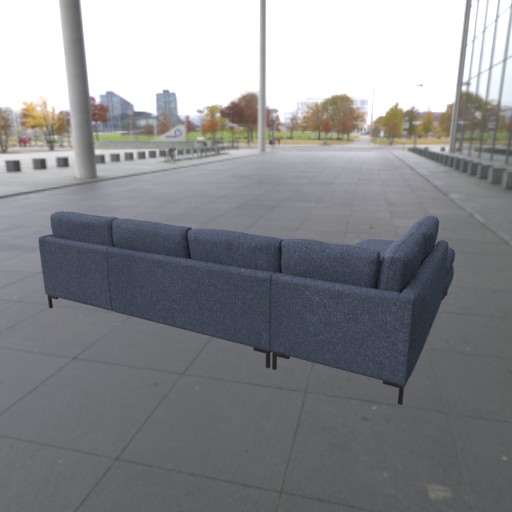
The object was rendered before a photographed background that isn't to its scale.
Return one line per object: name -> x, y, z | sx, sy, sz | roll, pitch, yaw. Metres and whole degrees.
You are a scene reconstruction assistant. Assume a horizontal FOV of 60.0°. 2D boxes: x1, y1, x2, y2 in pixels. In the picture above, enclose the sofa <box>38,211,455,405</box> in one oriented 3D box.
sofa -> 0.000, 0.000, 3.758 | 2.956, 0.813, 2.007 | 8, 17, 28
